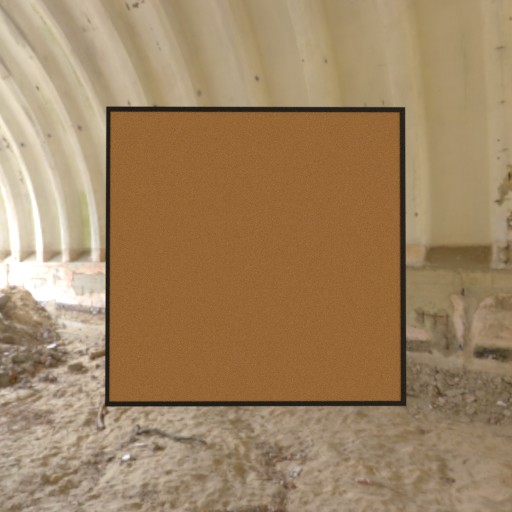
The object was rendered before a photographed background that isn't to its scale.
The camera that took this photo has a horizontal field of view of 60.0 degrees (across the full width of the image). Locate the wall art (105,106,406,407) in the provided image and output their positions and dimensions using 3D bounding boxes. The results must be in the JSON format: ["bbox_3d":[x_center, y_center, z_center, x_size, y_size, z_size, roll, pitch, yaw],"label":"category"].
[{"bbox_3d":[0.000,0.000,0.987,0.664,0.663,0.015,0,-1,0],"label":"wall art"}]
